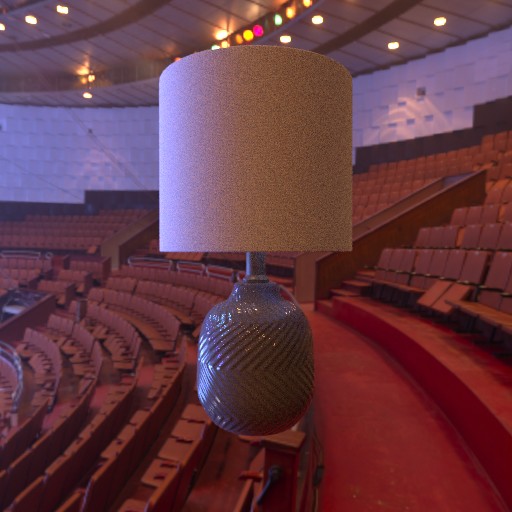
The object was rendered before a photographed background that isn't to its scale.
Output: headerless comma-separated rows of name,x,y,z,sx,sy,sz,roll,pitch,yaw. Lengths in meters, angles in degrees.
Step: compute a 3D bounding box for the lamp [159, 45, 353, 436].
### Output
lamp,0.000,0.000,0.487,0.207,0.366,0.207,0,1,17
